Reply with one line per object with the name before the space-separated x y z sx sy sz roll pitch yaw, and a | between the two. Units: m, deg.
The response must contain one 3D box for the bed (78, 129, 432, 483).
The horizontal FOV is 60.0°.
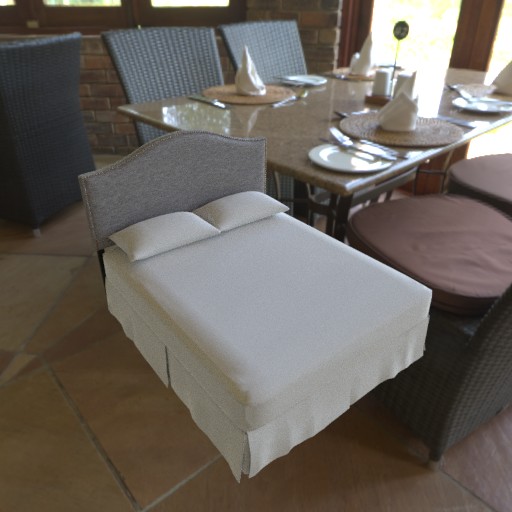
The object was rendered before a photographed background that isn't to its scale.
bed | 0.000 0.000 2.975 1.610 1.295 1.870 -21 37 -32
